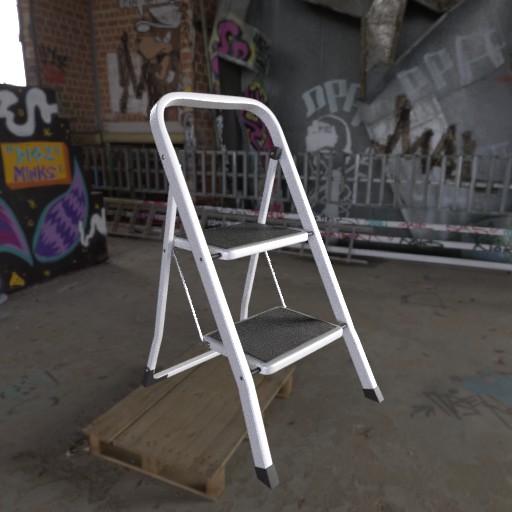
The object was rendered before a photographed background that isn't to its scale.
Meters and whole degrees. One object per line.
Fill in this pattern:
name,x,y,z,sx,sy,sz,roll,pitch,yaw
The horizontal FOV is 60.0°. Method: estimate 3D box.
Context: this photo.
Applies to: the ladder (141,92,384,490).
ladder,0.000,0.000,1.152,0.544,0.810,0.460,14,20,43
